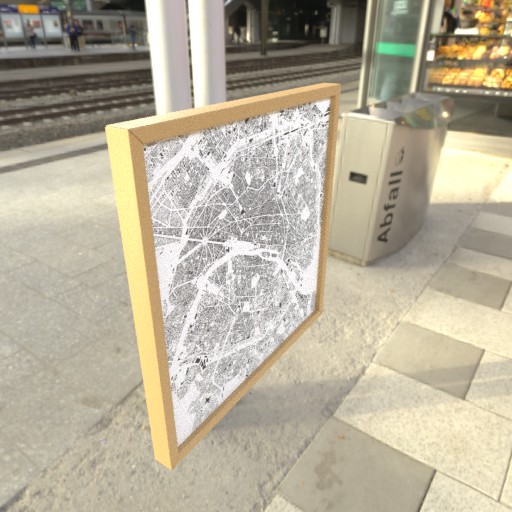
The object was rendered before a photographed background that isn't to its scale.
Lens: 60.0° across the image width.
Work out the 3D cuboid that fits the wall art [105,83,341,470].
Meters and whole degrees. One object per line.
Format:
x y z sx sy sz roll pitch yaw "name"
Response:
0.000 0.000 0.755 0.036 0.509 0.509 17 32 30 "wall art"
